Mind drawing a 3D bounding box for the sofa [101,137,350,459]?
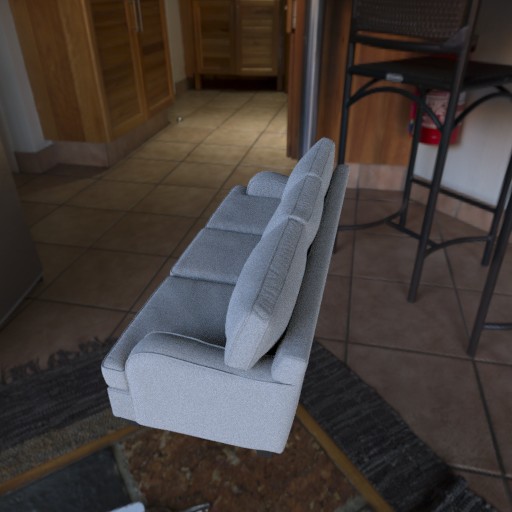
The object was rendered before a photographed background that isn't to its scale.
[{"bbox_3d":[0.000,0.000,2.970,1.016,0.997,2.323,8,33,12],"label":"sofa"}]
